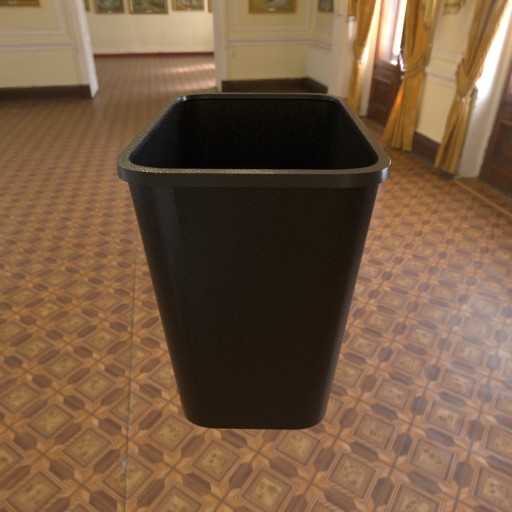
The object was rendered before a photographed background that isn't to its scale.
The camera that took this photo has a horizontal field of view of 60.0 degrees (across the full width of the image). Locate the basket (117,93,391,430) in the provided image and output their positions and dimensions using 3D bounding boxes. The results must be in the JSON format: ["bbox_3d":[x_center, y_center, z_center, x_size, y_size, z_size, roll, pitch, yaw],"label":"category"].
[{"bbox_3d":[0.000,0.000,0.513,0.211,0.307,0.300,1,30,1],"label":"basket"}]
